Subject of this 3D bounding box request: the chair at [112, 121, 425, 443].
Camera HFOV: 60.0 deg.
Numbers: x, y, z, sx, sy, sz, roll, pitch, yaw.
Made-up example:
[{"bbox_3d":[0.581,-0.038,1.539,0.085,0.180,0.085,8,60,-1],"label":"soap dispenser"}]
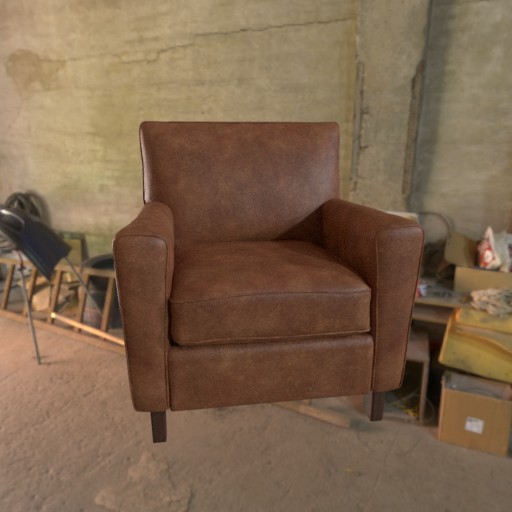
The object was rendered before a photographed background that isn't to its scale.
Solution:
[{"bbox_3d":[0.000,0.000,1.594,0.870,0.943,0.823,-2,16,-8],"label":"chair"}]
